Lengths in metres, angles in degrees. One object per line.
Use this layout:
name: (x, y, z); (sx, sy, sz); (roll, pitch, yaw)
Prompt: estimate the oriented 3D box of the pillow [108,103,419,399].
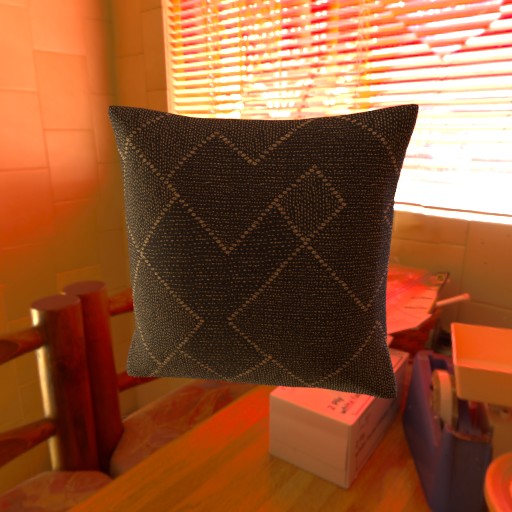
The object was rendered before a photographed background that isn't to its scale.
pillow: (0.000, 0.000, 0.658); (0.435, 0.428, 0.148); (2, 15, 9)
